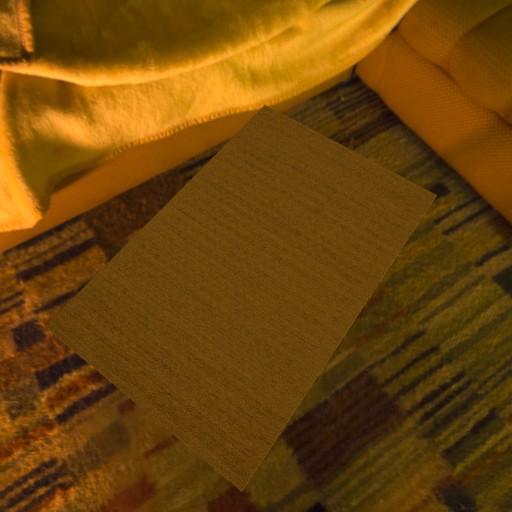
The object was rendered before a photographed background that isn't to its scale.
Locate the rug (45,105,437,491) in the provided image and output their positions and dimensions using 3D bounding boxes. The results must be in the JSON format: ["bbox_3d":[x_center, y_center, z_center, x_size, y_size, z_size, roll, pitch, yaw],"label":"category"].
[{"bbox_3d":[0.000,0.000,2.226,1.142,0.006,1.752,33,67,16],"label":"rug"}]
